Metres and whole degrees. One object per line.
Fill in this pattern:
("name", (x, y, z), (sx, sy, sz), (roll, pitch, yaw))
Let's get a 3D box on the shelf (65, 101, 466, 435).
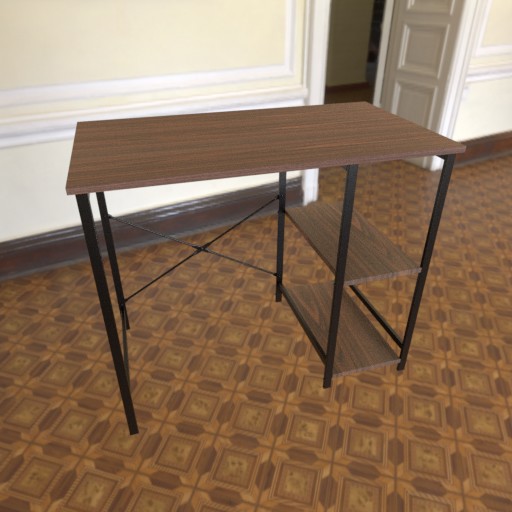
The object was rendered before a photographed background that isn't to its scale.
("shelf", (0.000, 0.000, 1.348), (0.902, 0.750, 0.498), (-9, 32, -14))
